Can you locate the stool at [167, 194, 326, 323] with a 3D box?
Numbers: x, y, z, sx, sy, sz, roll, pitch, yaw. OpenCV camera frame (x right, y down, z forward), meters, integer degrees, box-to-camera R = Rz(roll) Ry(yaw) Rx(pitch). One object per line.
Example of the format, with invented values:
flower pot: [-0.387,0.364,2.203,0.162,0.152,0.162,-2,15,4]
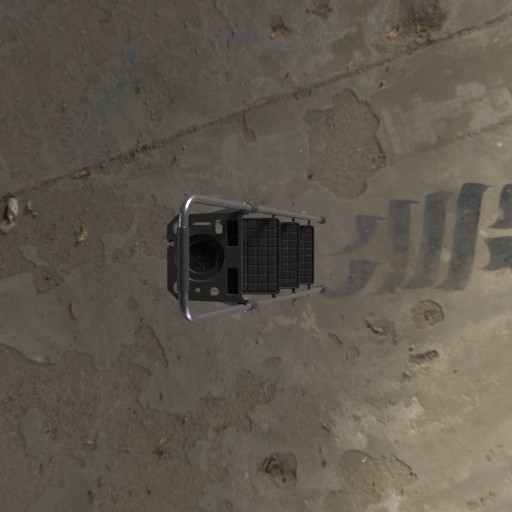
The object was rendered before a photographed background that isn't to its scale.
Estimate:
stool: [0.000,0.000,1.639,0.733,1.277,0.396,0,91,0]
